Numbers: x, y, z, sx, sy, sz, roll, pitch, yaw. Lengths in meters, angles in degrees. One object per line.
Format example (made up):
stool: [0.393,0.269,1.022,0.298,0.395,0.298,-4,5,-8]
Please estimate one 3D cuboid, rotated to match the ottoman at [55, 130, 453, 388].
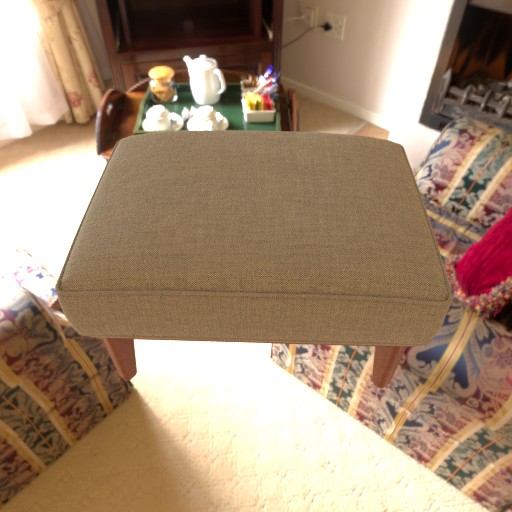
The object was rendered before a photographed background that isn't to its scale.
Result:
ottoman: [0.000,0.000,1.110,0.750,0.458,0.555,1,47,1]
